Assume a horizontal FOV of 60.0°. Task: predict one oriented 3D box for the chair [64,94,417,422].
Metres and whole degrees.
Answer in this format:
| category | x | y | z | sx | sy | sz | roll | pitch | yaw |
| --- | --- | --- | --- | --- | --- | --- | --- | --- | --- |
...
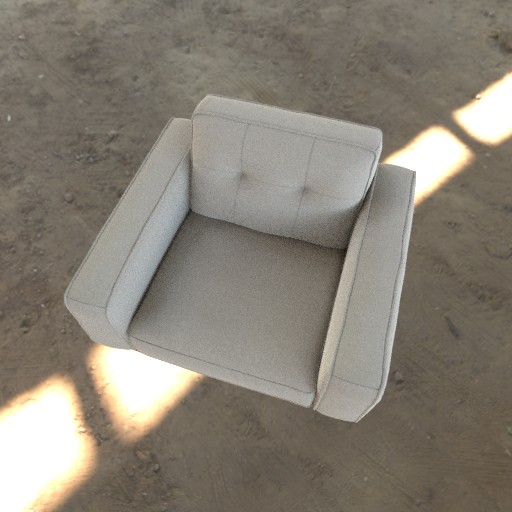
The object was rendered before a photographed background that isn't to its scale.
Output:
| category | x | y | z | sx | sy | sz | roll | pitch | yaw |
| --- | --- | --- | --- | --- | --- | --- | --- | --- | --- |
| chair | 0.000 | 0.000 | 1.772 | 1.115 | 0.779 | 0.953 | 15 | 59 | 9 |
